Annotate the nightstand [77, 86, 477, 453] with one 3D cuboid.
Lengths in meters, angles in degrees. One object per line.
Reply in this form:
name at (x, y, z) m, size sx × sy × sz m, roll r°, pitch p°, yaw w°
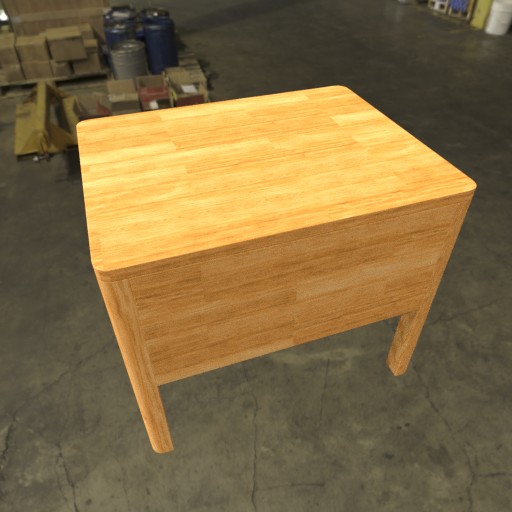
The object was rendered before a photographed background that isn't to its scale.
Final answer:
nightstand at (0.000, 0.000, 0.899) m, size 0.560 × 0.470 × 0.440 m, roll -13°, pitch 43°, yaw -15°
